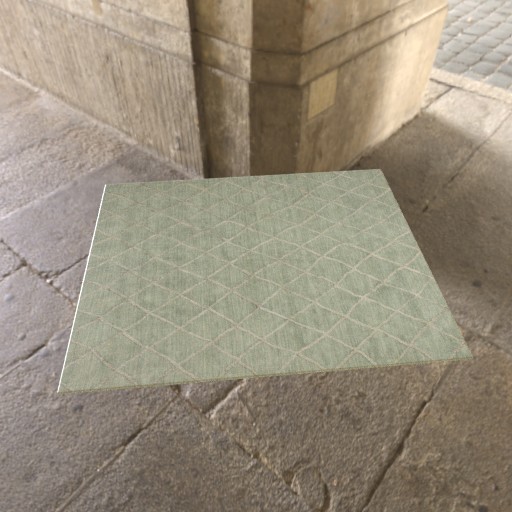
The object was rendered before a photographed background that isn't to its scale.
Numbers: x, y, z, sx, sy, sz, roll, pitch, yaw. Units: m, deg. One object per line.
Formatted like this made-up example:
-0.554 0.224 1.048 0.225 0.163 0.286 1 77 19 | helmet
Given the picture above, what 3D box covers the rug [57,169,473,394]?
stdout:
0.000 0.000 4.051 3.039 0.019 2.420 -4 46 -4 | rug
